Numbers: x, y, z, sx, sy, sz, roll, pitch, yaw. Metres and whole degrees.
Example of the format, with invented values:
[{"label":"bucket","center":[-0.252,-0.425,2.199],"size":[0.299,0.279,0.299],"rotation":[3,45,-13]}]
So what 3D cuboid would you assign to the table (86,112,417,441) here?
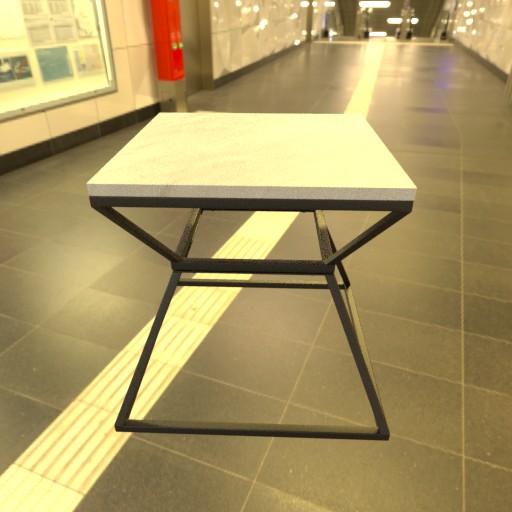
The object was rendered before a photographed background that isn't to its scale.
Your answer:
[{"label":"table","center":[0.000,0.000,0.825],"size":[0.455,0.431,0.455],"rotation":[1,30,2]}]
